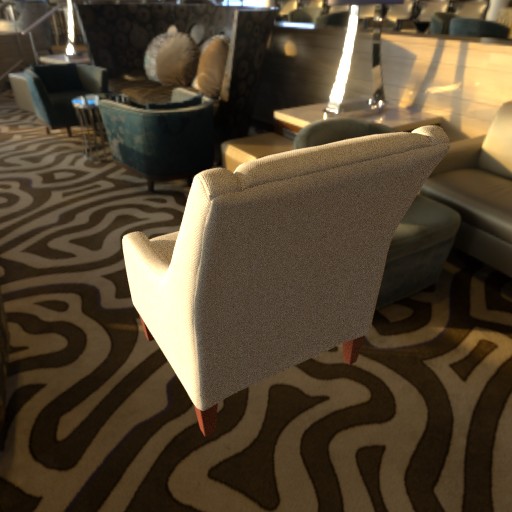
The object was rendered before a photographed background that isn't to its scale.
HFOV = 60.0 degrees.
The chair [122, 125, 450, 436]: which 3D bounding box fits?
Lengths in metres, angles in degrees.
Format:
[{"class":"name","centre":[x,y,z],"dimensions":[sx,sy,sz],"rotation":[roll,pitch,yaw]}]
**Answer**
[{"class":"chair","centre":[0.000,0.000,1.613],"dimensions":[0.774,1.014,0.870],"rotation":[-17,35,-26]}]
